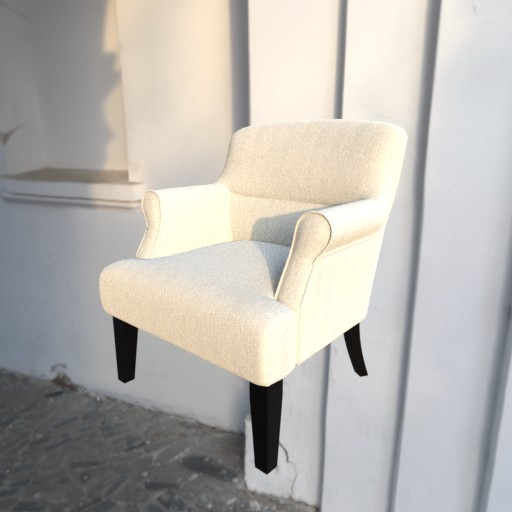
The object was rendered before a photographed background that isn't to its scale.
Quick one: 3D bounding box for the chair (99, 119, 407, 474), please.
[{"bbox_3d":[0.000,0.000,1.456,0.781,0.875,0.750,13,20,40],"label":"chair"}]
